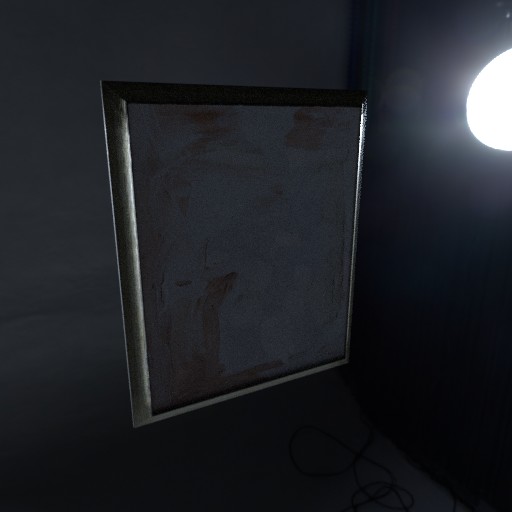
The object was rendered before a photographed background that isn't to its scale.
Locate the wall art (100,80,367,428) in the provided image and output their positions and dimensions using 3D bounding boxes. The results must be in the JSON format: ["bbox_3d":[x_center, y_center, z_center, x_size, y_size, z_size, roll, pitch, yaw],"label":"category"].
[{"bbox_3d":[0.000,0.000,0.637,0.381,0.457,0.023,-9,19,-26],"label":"wall art"}]
